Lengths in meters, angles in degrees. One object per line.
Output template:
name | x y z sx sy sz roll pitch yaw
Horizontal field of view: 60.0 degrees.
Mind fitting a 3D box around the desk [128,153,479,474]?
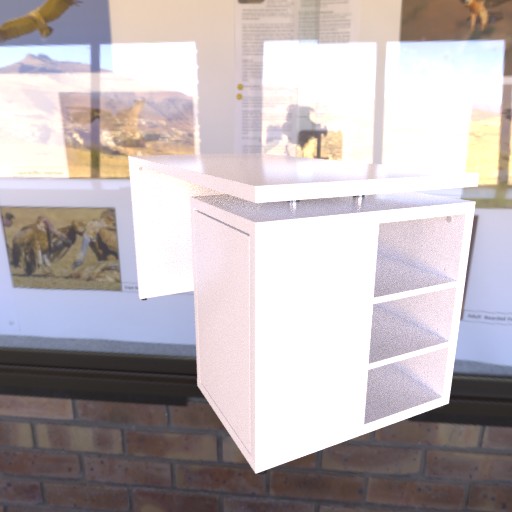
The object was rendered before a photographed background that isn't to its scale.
desk | 0.000 0.000 1.784 0.690 0.740 1.400 -8 17 -25
